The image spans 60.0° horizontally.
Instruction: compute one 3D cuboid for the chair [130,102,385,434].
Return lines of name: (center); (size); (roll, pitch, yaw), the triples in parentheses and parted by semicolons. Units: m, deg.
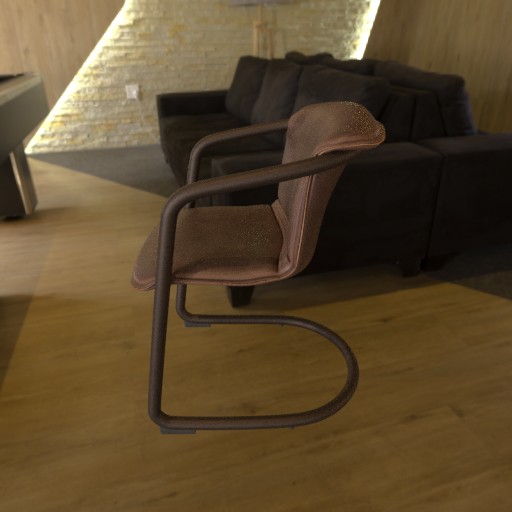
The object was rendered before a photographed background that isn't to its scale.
chair: (0.000, 0.000, 1.276); (0.664, 0.836, 0.536); (0, 27, 0)
